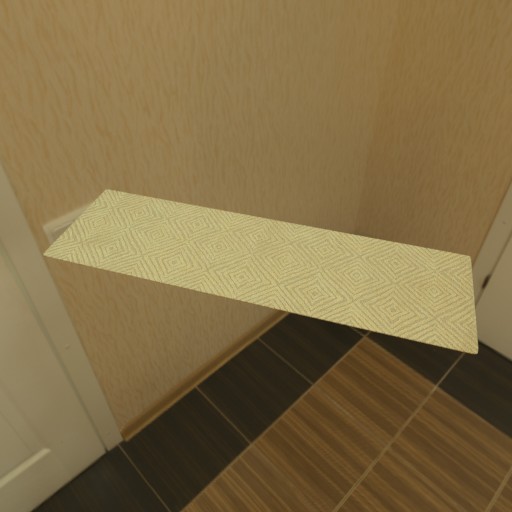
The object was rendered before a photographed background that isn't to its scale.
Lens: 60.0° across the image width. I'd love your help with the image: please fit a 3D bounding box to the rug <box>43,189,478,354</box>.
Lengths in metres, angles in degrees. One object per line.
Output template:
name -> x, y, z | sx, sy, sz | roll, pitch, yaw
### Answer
rug -> 0.000, 0.000, 2.458 | 2.277, 0.008, 0.676 | 12, 44, 12
